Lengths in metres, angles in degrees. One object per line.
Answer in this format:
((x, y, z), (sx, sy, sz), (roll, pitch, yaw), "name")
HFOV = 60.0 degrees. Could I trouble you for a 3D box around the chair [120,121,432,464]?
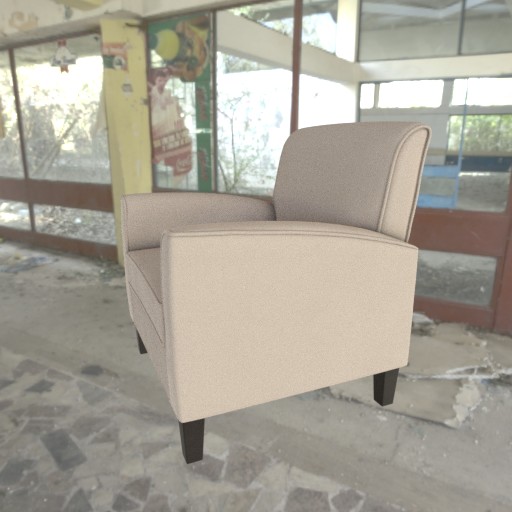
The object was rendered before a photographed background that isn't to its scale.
((0.000, 0.000, 1.566), (0.820, 0.915, 0.820), (-6, 16, -23), "chair")
